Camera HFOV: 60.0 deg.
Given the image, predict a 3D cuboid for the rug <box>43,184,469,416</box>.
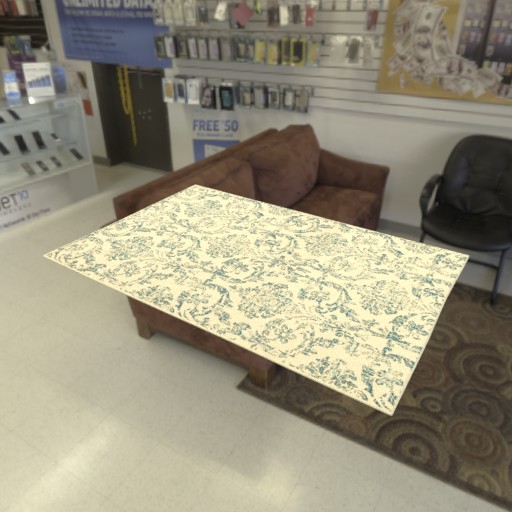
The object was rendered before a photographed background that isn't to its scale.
[{"bbox_3d":[0.000,0.000,3.416,2.746,0.018,1.819,18,35,28],"label":"rug"}]
